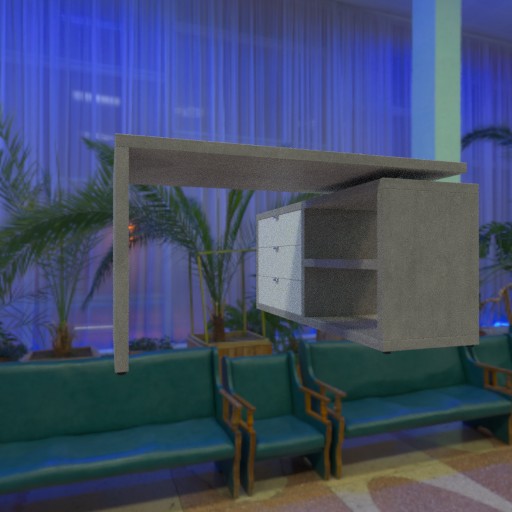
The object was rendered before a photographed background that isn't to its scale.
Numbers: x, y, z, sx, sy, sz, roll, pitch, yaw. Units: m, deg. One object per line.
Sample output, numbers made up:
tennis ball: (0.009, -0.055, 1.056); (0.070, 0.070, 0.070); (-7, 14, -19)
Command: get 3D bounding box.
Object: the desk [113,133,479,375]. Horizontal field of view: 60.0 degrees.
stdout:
desk: (0.000, 0.000, 2.281); (1.400, 0.740, 1.500); (0, 0, -18)
